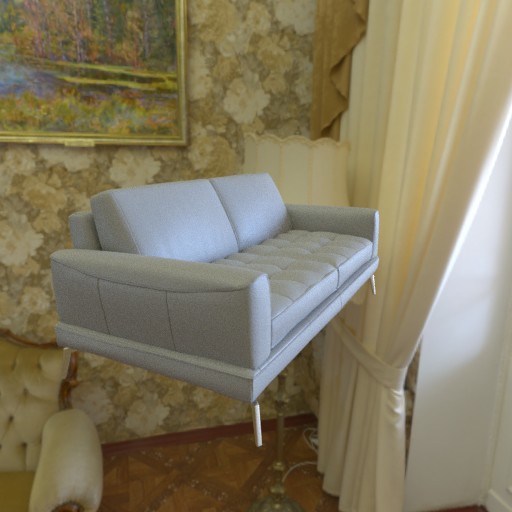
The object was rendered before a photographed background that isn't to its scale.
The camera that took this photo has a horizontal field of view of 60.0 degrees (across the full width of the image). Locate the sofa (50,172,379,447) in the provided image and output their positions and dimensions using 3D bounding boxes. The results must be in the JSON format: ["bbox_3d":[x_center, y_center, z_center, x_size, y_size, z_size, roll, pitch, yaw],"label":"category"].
[{"bbox_3d":[0.000,0.000,2.742,1.121,0.930,2.177,7,16,27],"label":"sofa"}]
